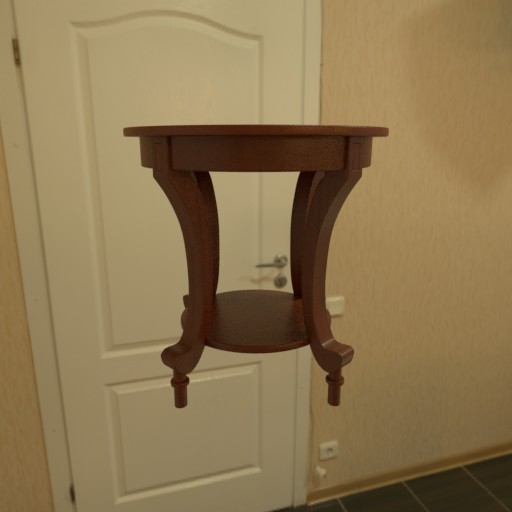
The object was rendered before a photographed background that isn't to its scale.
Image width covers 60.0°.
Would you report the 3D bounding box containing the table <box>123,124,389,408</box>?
[{"bbox_3d":[0.000,0.000,1.112,0.597,0.612,0.597,0,15,0],"label":"table"}]
